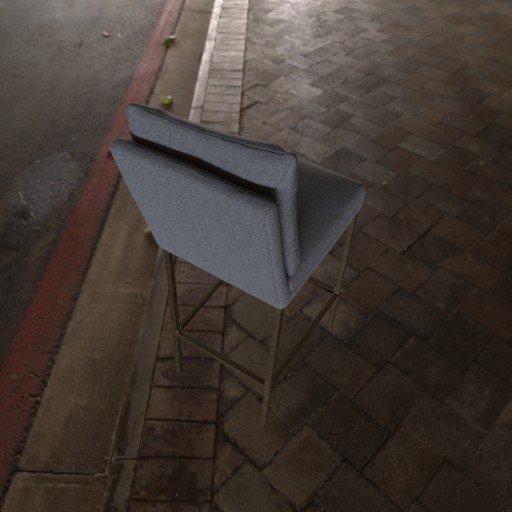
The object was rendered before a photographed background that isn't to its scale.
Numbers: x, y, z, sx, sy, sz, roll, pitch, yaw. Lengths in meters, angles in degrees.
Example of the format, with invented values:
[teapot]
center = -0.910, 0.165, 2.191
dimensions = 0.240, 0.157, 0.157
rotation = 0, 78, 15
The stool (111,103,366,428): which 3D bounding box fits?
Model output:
[stool]
center = 0.000, 0.000, 1.439
dimensions = 0.463, 1.130, 0.569
rotation = 26, 52, 22
